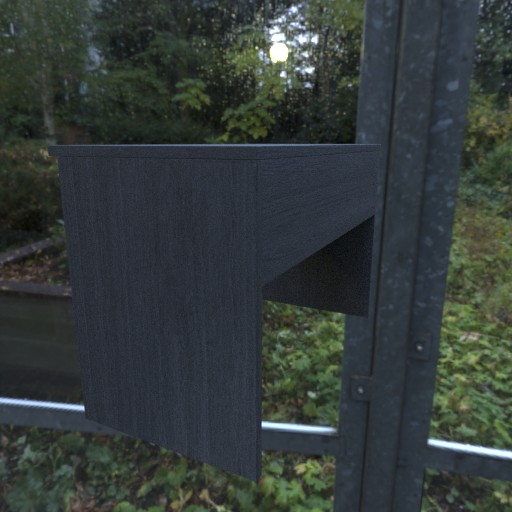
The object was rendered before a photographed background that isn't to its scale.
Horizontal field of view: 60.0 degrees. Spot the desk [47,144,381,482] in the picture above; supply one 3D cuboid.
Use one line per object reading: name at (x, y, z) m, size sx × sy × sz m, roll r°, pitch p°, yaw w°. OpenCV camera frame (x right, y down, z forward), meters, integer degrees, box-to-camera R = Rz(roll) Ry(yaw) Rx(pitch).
desk at (0.000, 0.000, 1.497) m, size 0.557 × 0.729 × 1.099 m, roll 7°, pitch 16°, yaw 26°
